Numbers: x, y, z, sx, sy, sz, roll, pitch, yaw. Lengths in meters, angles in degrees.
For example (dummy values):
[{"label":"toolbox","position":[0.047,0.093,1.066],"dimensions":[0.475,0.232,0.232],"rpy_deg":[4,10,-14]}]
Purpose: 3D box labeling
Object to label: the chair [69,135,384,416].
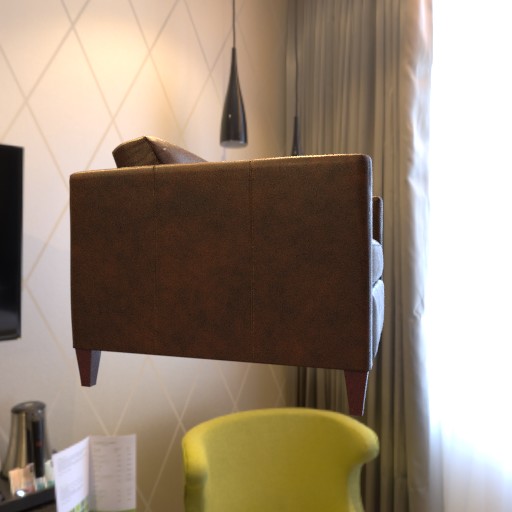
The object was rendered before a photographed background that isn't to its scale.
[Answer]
[{"label":"chair","position":[0.000,0.000,1.764],"dimensions":[0.975,0.864,0.990],"rpy_deg":[0,0,18]}]
